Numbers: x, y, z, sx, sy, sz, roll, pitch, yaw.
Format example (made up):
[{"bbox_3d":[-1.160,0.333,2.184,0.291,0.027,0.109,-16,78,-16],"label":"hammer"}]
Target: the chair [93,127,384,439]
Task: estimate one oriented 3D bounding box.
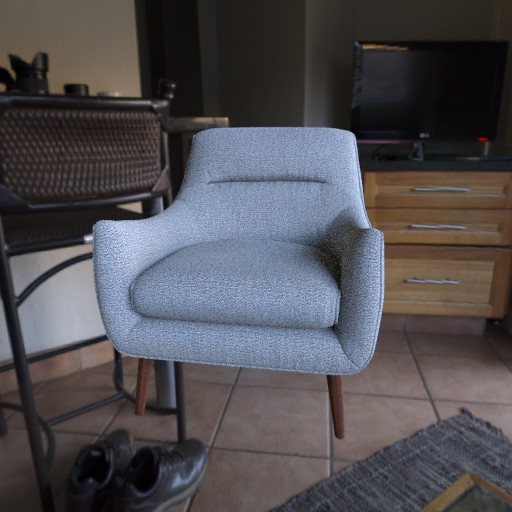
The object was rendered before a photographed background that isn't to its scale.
[{"bbox_3d":[0.000,0.000,1.476,0.762,0.838,0.787,3,15,10],"label":"chair"}]
